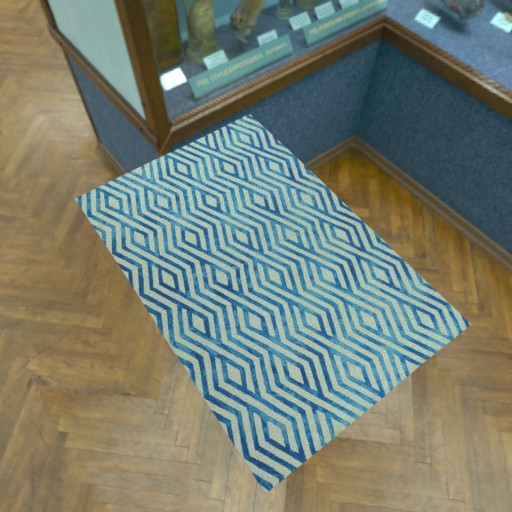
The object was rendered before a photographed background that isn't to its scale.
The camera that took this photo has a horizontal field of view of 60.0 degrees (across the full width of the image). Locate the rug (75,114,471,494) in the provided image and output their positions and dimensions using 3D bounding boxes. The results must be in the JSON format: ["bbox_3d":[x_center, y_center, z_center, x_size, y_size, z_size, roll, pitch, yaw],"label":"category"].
[{"bbox_3d":[0.000,0.000,2.318,1.225,0.008,1.830,-31,63,-18],"label":"rug"}]
